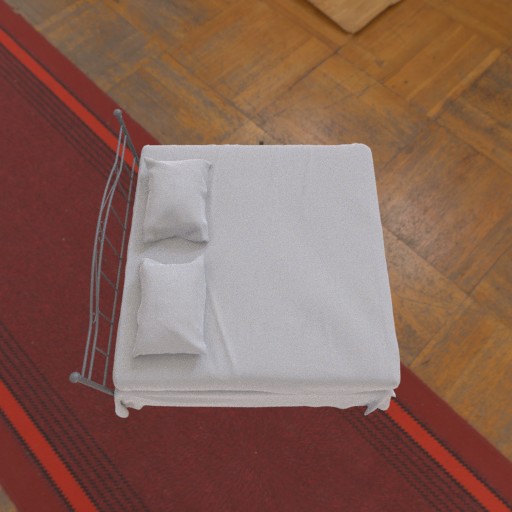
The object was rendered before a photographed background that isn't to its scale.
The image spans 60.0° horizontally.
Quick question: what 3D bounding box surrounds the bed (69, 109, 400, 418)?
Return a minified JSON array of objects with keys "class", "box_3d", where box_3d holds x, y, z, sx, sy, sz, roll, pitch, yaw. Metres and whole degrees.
[{"class":"bed","box_3d":[0.000,0.000,3.464,2.220,1.080,2.309,0,66,0]}]
